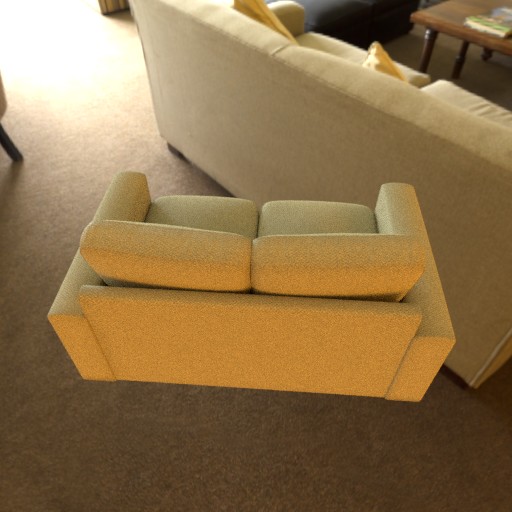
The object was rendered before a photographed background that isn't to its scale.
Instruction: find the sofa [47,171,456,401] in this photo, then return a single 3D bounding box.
[{"bbox_3d":[0.000,0.000,2.160,1.616,0.873,1.016,3,47,3],"label":"sofa"}]
